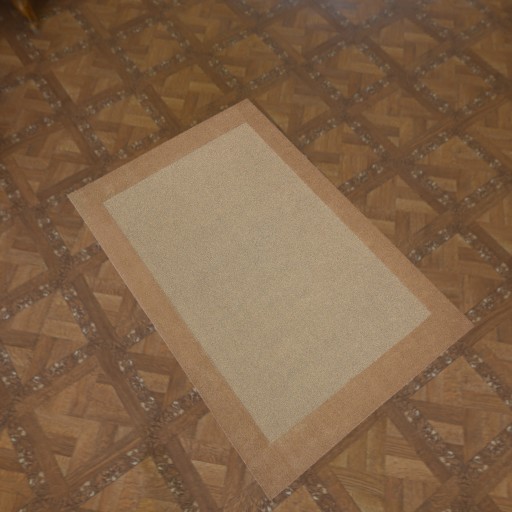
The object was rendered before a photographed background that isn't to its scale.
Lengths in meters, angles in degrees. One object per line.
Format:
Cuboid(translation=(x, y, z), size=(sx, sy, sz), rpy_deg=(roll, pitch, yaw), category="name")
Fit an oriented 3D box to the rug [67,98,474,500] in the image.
Cuboid(translation=(0.000, 0.000, 2.265), size=(1.219, 0.014, 1.829), rpy_deg=(-34, 68, -16), category="rug")
